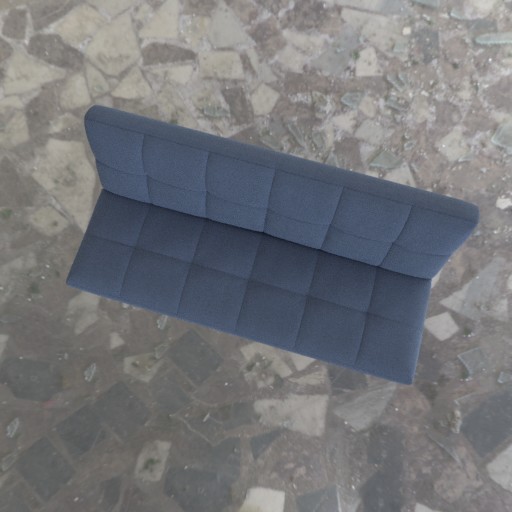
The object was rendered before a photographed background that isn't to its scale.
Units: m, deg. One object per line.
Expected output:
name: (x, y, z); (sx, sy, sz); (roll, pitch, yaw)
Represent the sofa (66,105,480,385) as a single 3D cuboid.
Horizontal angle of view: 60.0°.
sofa: (0.000, 0.000, 2.210); (1.800, 0.800, 0.796); (16, 77, 4)
